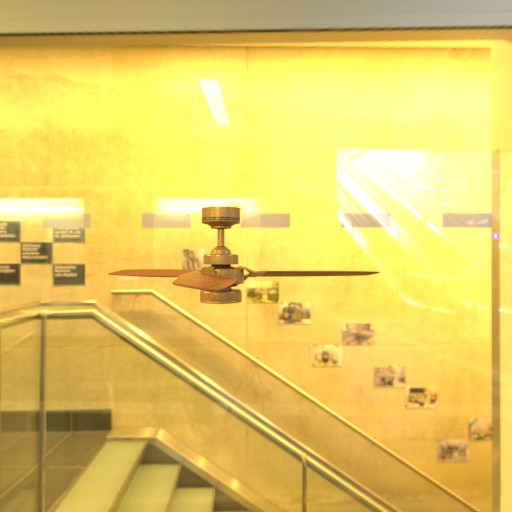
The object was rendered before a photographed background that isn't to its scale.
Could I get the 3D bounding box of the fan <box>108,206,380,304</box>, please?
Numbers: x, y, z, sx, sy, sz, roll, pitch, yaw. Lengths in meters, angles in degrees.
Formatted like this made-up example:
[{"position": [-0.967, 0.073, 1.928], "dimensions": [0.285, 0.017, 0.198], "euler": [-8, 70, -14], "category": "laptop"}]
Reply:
[{"position": [0.000, 0.000, 1.990], "dimensions": [1.271, 0.425, 1.416], "euler": [0, 0, -18], "category": "fan"}]
